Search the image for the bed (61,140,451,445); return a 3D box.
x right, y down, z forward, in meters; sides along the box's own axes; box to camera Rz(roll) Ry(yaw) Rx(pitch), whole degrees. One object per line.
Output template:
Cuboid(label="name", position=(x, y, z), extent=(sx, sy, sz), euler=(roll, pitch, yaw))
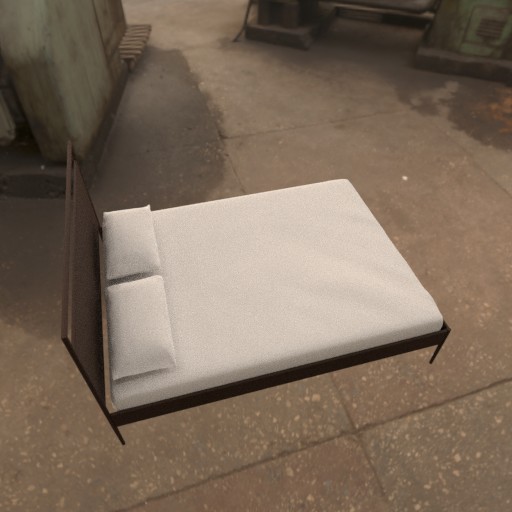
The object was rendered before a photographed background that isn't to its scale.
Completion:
Cuboid(label="bed", position=(0.000, 0.000, 2.985), extent=(2.122, 1.173, 1.572), euler=(-11, 47, -11))
